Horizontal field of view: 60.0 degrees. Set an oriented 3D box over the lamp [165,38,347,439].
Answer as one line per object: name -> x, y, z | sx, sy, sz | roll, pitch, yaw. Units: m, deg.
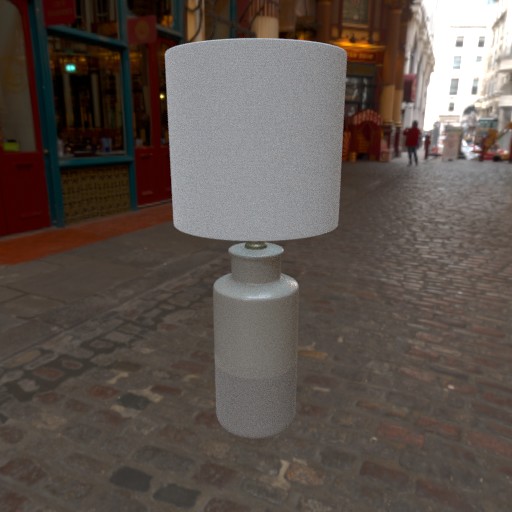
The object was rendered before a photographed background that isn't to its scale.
lamp -> 0.000, 0.000, 0.593 | 0.212, 0.493, 0.212 | 8, 18, 25
